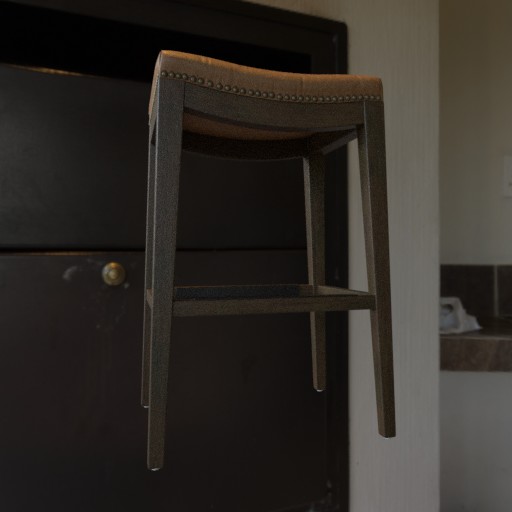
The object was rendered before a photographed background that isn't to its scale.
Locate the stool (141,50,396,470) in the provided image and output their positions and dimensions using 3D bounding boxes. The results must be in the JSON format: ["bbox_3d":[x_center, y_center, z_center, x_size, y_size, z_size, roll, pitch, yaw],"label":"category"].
[{"bbox_3d":[0.000,0.000,1.020,0.500,0.759,0.361,0,0,-16],"label":"stool"}]
